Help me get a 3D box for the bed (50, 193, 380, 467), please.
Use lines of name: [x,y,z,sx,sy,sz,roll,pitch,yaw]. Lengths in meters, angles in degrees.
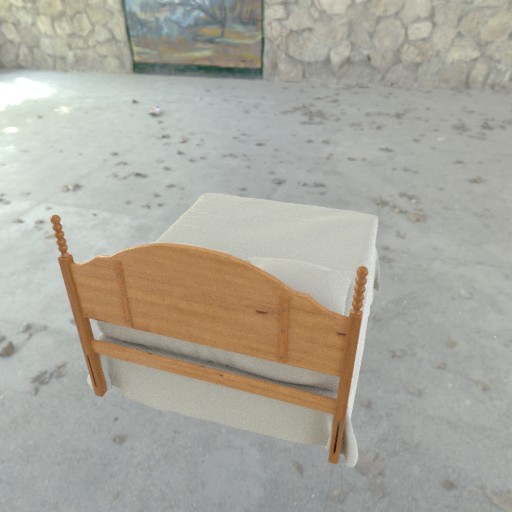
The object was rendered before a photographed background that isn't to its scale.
bed: [0.000,0.000,3.267,1.873,1.356,2.040,10,33,15]
